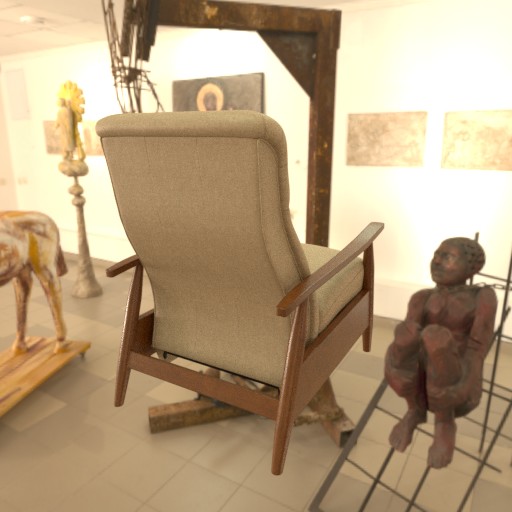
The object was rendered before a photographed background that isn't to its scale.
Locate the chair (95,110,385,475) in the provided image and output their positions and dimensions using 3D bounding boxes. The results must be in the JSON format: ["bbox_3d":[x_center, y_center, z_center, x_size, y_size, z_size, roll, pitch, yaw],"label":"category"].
[{"bbox_3d":[0.000,0.000,1.802,0.762,1.082,1.030,9,18,29],"label":"chair"}]
